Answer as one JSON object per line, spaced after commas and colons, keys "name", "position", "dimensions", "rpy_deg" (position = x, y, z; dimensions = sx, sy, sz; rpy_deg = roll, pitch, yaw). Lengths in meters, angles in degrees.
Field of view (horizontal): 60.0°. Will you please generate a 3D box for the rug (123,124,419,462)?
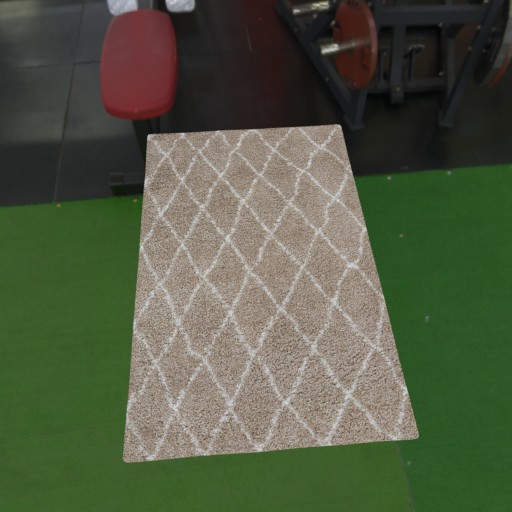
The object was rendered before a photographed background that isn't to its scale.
{"name": "rug", "position": [0.000, 0.000, 3.366], "dimensions": [1.778, 0.030, 2.743], "rpy_deg": [-4, 58, -2]}
